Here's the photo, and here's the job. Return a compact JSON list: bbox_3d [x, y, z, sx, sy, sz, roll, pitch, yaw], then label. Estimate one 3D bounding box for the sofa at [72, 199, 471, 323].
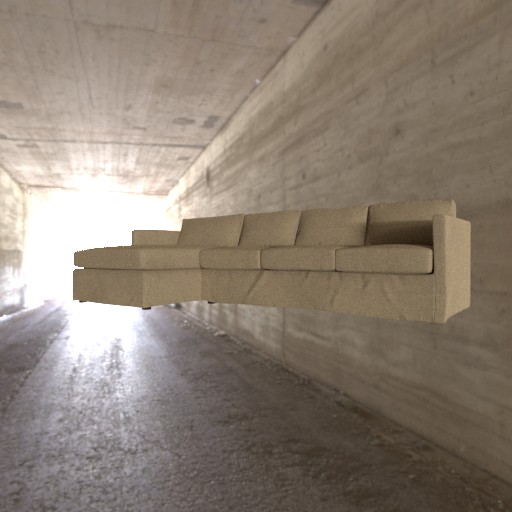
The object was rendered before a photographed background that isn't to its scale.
[{"bbox_3d":[0.000,0.000,3.901,3.198,0.920,1.638,0,0,36],"label":"sofa"}]
